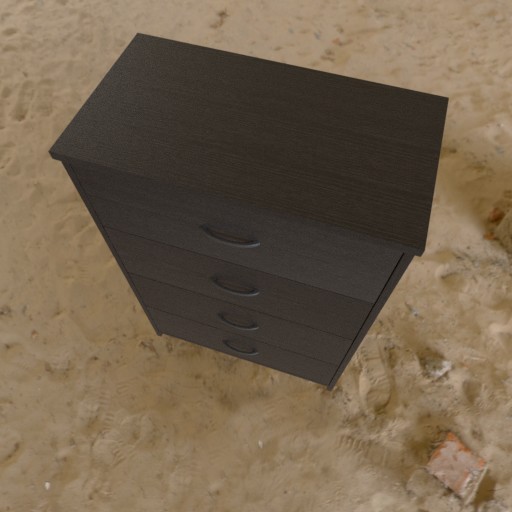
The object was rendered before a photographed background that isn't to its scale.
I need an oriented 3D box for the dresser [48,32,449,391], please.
[{"bbox_3d":[0.000,0.000,1.311,0.704,1.020,0.399,16,61,9],"label":"dresser"}]
